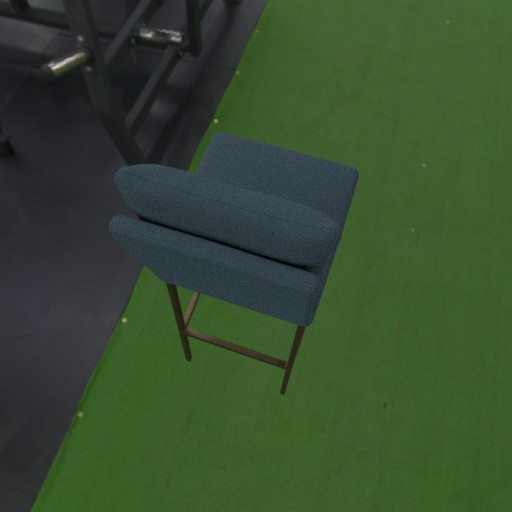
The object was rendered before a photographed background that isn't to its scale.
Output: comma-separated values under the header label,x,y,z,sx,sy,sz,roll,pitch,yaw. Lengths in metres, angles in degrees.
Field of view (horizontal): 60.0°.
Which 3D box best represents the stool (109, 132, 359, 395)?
label,x,y,z,sx,sy,sz,roll,pitch,yaw
stool,0.000,0.000,1.384,0.463,1.124,0.568,17,64,9
